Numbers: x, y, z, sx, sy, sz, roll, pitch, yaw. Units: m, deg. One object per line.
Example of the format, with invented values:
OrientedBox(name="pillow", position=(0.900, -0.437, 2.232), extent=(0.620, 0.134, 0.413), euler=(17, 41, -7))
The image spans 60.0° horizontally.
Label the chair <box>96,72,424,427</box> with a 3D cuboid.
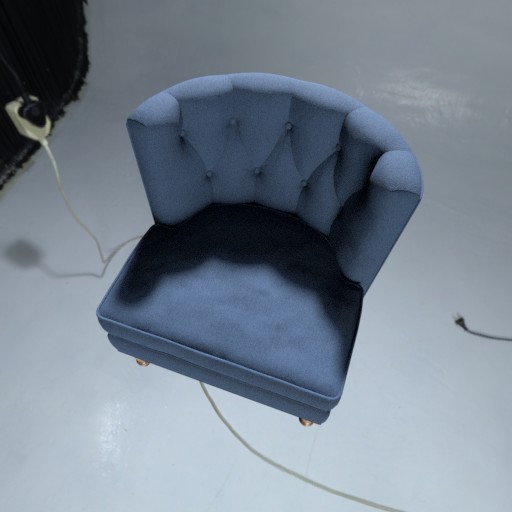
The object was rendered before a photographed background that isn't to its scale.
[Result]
OrientedBox(name="chair", position=(0.000, 0.000, 1.319), extent=(0.740, 0.771, 0.718), euler=(17, 60, 10))
